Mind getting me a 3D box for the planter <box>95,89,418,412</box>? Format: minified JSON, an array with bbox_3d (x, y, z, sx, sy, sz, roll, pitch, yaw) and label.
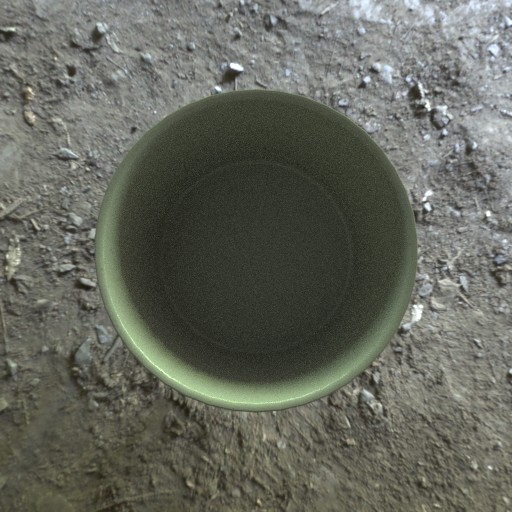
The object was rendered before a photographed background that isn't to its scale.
[{"bbox_3d":[0.000,0.000,0.386,0.188,0.260,0.188,0,88,0],"label":"planter"}]
